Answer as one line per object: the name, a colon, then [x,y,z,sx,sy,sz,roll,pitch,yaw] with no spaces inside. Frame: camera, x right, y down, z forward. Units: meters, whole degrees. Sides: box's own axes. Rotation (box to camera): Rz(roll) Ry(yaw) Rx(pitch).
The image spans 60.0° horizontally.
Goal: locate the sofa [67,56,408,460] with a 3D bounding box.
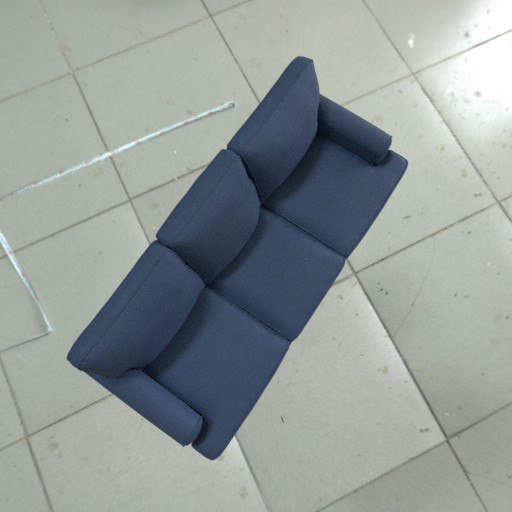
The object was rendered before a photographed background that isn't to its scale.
sofa: [0.000,0.000,2.633,0.951,0.965,2.158,33,78,8]
